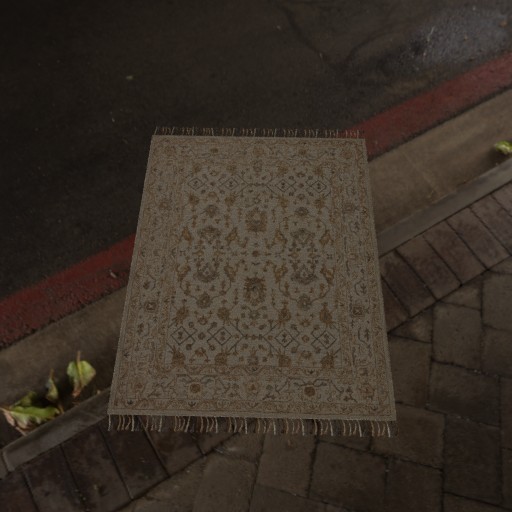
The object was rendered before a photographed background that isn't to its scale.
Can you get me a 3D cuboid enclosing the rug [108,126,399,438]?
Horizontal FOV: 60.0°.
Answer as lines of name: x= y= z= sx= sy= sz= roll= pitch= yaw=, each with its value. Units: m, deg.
rug: x=0.000 y=0.000 z=2.303 sx=1.278 sy=0.009 sz=1.726 roll=1 pitch=64 yaw=1
